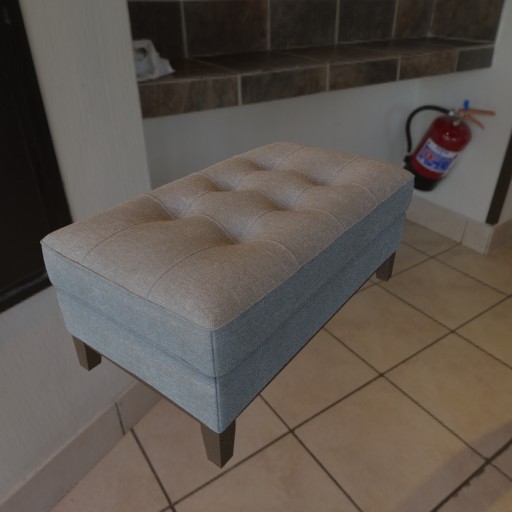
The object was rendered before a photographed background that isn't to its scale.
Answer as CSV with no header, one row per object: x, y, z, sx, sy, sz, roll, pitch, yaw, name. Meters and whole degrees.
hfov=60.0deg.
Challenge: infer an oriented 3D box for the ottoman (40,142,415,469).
0.000,0.000,1.506,0.648,0.514,1.143,21,37,31,ottoman
